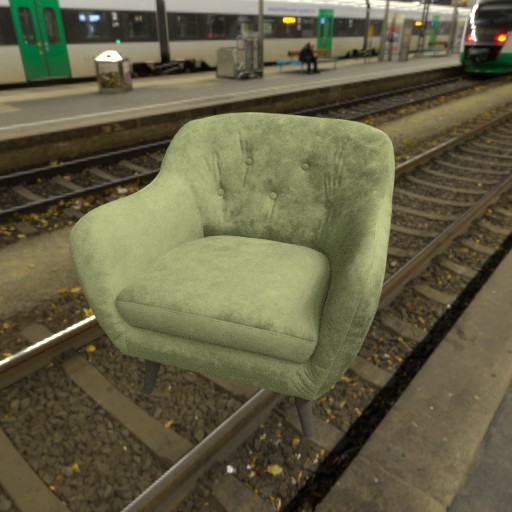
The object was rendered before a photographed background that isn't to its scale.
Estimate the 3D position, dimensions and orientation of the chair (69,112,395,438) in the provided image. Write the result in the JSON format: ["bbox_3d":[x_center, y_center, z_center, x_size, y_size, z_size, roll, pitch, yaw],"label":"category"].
[{"bbox_3d":[0.000,0.000,1.485,0.840,0.804,0.819,9,28,17],"label":"chair"}]
